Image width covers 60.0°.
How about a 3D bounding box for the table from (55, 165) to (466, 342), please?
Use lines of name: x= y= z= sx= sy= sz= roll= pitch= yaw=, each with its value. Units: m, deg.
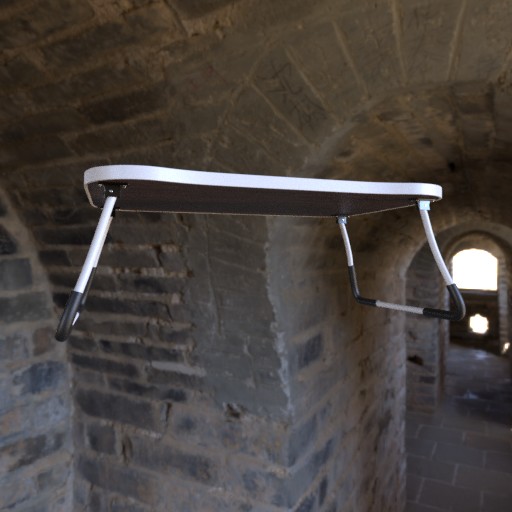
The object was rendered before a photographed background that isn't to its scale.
table: x=0.000 y=0.000 z=0.836 sx=0.660 sy=0.232 sz=0.400 roll=0 pitch=0 yaw=-18
